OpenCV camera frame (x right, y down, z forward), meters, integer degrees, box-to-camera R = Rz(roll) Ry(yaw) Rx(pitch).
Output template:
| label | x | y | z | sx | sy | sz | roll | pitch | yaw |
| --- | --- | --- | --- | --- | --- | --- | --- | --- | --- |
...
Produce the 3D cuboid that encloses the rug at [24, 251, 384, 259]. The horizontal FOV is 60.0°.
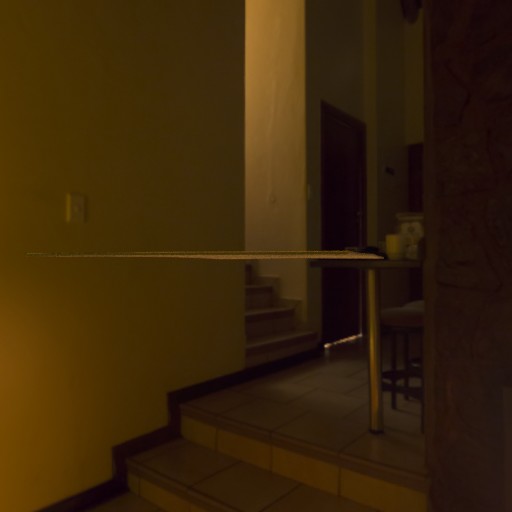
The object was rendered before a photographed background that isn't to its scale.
| label | x | y | z | sx | sy | sz | roll | pitch | yaw |
| --- | --- | --- | --- | --- | --- | --- | --- | --- | --- |
| rug | 0.000 | 0.000 | 2.223 | 1.145 | 0.021 | 1.777 | 0 | -1 | 19 |
